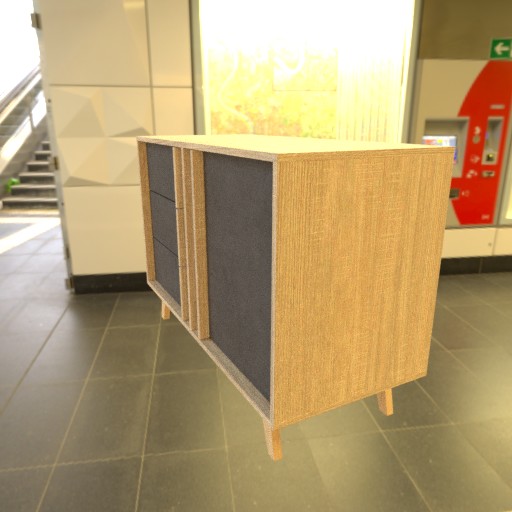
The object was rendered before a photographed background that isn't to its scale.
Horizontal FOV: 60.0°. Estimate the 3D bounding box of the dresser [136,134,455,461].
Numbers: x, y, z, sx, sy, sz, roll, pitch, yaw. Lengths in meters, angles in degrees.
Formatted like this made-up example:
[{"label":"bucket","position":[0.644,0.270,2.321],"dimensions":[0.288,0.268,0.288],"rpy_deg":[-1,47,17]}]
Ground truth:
[{"label":"dresser","position":[0.000,0.000,1.539],"dimensions":[0.500,0.780,1.110],"rpy_deg":[-9,19,-27]}]
